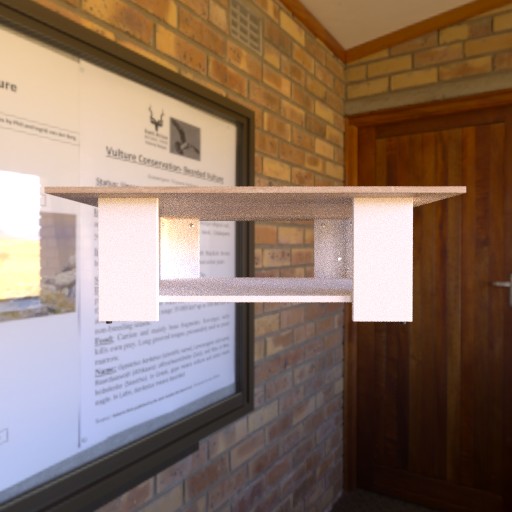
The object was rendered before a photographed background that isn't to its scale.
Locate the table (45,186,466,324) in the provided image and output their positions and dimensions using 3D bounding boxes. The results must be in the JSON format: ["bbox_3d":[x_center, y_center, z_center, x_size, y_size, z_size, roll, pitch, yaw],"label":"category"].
[{"bbox_3d":[0.000,0.000,1.382,0.890,0.305,0.890,0,1,0],"label":"table"}]
